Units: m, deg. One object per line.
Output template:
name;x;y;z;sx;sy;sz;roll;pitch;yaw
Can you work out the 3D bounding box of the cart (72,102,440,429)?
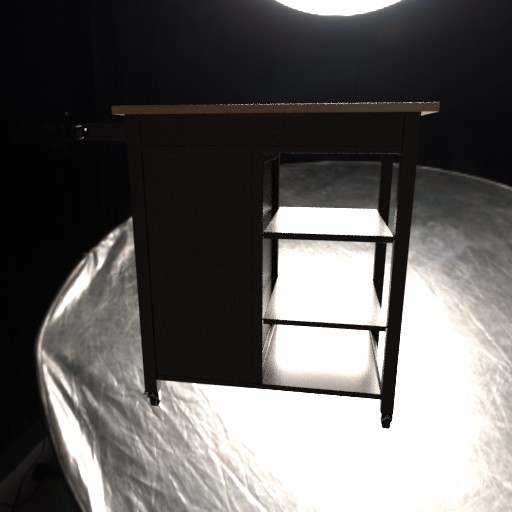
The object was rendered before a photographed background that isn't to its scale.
cart;0.000;0.000;1.402;0.914;0.878;0.472;2;15;9
